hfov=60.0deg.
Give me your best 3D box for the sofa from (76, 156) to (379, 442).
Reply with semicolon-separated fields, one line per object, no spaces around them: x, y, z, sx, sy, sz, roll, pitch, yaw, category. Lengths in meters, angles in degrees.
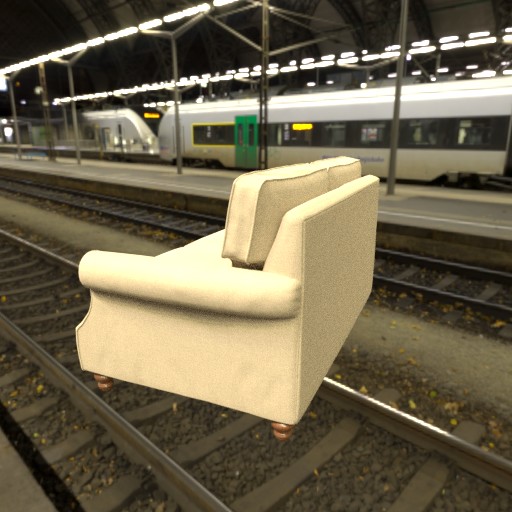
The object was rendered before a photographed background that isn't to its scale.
0.000;0.000;2.226;0.964;0.937;1.665;6;16;23;sofa
